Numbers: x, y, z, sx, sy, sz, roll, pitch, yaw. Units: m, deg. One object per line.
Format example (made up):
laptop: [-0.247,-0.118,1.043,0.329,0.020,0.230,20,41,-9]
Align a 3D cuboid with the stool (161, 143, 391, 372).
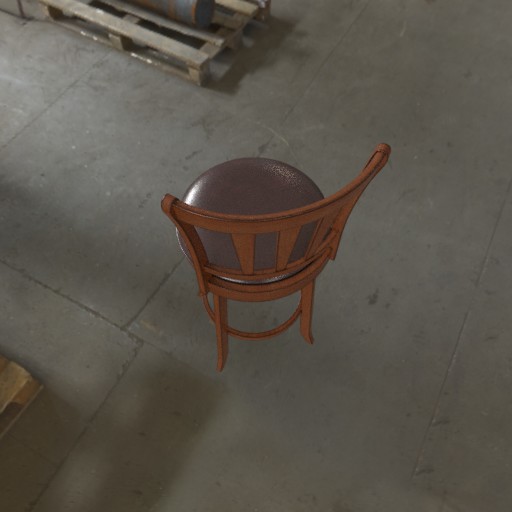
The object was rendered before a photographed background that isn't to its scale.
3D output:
stool: [0.000,0.000,1.423,0.464,1.177,0.503,-15,61,-8]
